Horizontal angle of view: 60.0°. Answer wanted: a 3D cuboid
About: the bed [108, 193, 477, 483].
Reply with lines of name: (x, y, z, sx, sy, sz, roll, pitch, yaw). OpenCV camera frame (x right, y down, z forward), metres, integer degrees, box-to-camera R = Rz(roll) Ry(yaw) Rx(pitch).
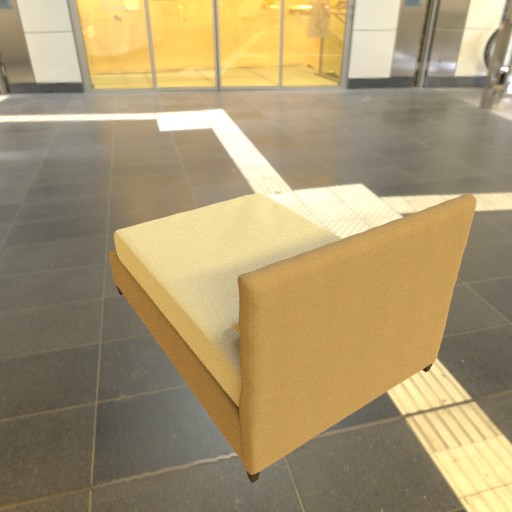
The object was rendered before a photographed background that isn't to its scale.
bed: (0.000, 0.000, 3.468, 1.698, 1.427, 2.387, -19, 35, -29)
